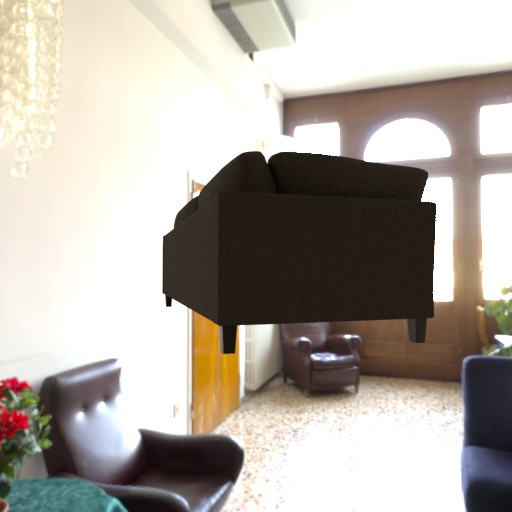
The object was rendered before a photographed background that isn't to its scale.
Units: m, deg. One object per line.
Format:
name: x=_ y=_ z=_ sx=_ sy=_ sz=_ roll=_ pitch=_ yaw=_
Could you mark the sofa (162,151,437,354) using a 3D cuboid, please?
sofa: x=0.000 y=0.000 z=2.813 sx=0.969 sy=0.792 sz=2.312 roll=1 pitch=-2 yaw=-17
